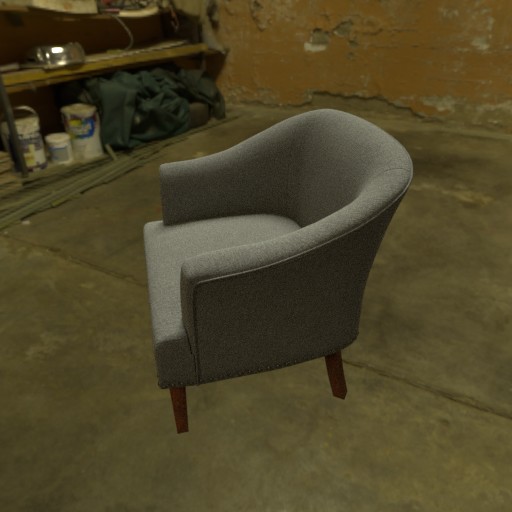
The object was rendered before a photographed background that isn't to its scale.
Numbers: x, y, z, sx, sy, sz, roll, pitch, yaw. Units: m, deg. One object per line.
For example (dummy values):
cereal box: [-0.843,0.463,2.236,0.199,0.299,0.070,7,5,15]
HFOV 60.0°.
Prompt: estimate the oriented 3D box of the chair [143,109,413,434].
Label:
chair: [0.000,0.000,1.434,0.704,0.815,0.798,-8,31,-13]
